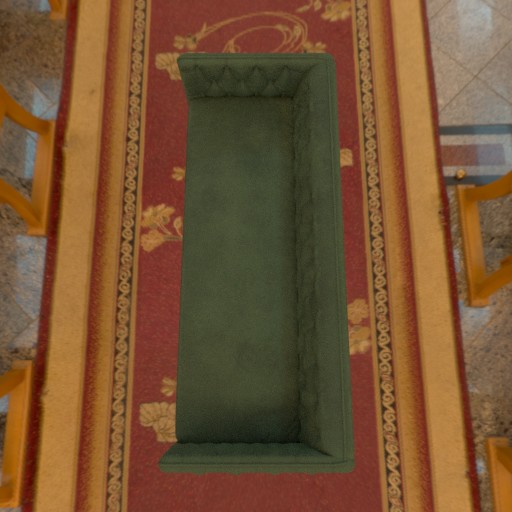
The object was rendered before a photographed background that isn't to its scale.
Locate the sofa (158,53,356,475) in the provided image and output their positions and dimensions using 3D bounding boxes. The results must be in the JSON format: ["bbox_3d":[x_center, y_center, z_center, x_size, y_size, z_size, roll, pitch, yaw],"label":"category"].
[{"bbox_3d":[0.000,0.000,2.578,0.895,0.771,2.209,0,76,0],"label":"sofa"}]
